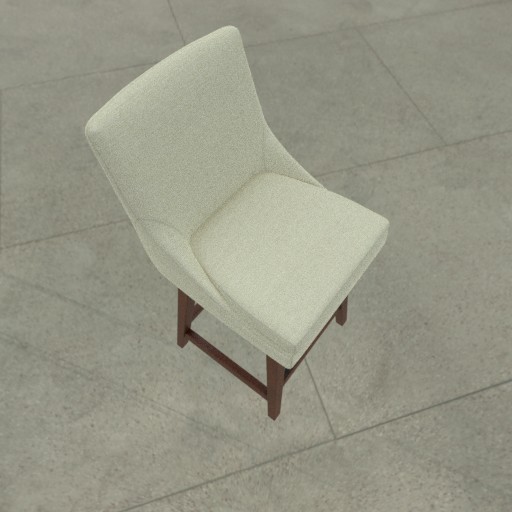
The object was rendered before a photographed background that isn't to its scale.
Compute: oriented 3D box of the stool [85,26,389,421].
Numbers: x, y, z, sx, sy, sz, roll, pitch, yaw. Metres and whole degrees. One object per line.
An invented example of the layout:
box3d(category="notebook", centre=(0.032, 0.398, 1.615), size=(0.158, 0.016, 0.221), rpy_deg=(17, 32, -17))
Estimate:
box3d(category="stool", centre=(0.000, 0.000, 1.261), size=(0.559, 0.991, 0.469), rpy_deg=(33, 63, 19))
